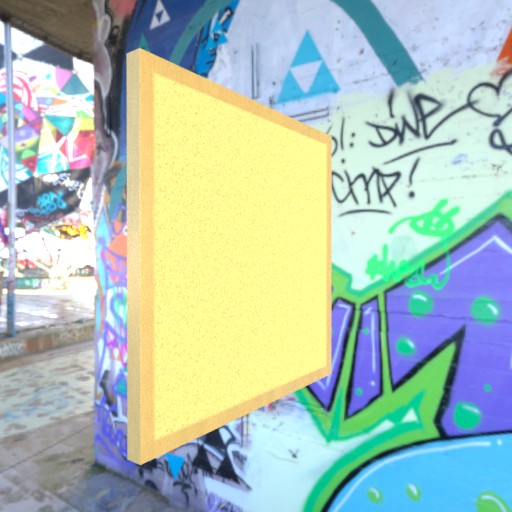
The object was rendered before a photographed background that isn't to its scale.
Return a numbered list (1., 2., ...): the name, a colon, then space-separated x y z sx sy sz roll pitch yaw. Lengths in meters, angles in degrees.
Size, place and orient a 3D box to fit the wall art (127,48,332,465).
1. wall art: 0.000 0.000 2.863 0.097 1.936 1.935 0 1 37
